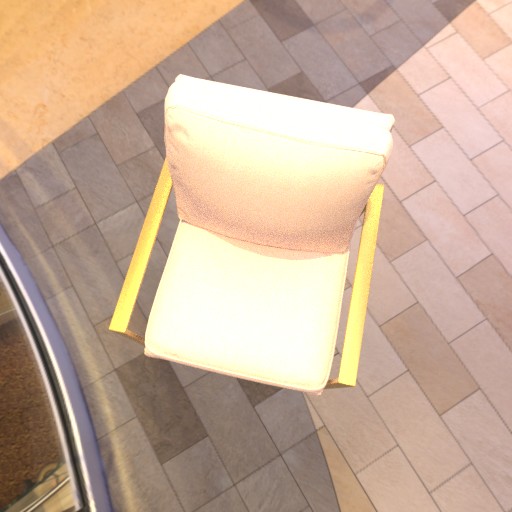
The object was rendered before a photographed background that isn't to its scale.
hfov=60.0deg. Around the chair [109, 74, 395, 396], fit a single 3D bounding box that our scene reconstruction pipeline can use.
[{"bbox_3d":[0.000,0.000,1.526,0.758,0.956,0.813,12,74,4],"label":"chair"}]
